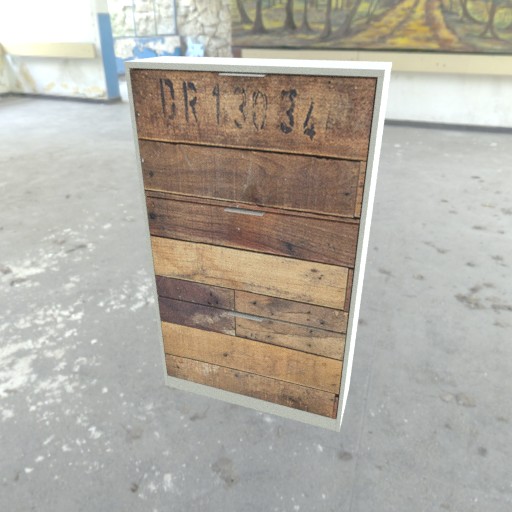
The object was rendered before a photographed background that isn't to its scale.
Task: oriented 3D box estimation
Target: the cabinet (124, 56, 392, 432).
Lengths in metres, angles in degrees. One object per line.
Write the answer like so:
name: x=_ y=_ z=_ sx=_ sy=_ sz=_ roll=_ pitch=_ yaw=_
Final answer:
cabinet: x=0.000 y=0.000 z=1.591 sx=0.750 sy=1.280 sz=0.250 roll=9 pitch=29 yaw=17
